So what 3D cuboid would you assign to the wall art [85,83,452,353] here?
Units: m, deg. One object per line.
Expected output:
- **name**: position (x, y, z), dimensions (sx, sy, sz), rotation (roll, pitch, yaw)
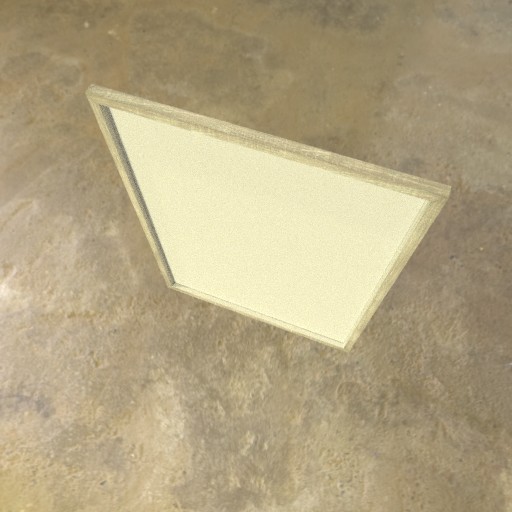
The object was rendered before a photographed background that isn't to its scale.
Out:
- **wall art**: position (0.000, 0.000, 1.346), dimensions (0.781, 1.022, 0.035), rotation (18, 63, 10)
